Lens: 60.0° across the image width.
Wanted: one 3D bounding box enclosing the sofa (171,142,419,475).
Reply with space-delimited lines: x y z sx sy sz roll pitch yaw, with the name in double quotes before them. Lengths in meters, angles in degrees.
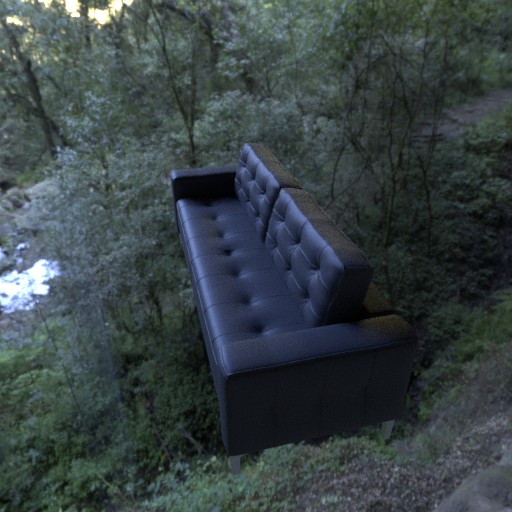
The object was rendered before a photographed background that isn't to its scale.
"sofa" 0.000 0.000 2.738 0.833 0.893 2.275 -8 32 -12
